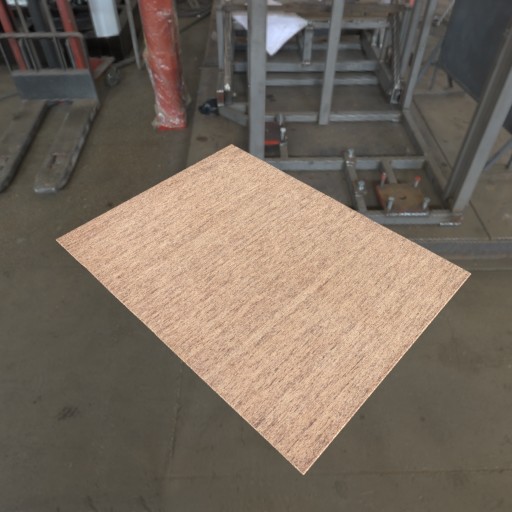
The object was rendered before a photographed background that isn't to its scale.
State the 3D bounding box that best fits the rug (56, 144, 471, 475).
[{"bbox_3d":[0.000,0.000,4.280,3.205,0.013,2.448,35,55,29],"label":"rug"}]
